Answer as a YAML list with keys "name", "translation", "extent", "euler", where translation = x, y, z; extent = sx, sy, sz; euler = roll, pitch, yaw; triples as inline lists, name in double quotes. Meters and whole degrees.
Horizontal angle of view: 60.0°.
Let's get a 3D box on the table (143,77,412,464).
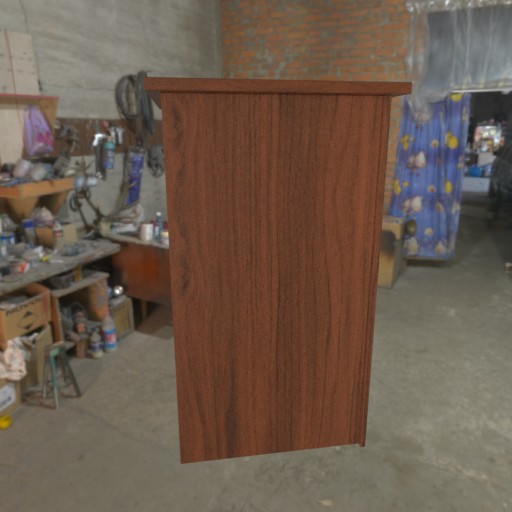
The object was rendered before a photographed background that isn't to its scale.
- name: "table"
  translation: [0.000, 0.000, 0.926]
  extent: [0.381, 0.636, 0.480]
  euler: [-3, 16, -9]
